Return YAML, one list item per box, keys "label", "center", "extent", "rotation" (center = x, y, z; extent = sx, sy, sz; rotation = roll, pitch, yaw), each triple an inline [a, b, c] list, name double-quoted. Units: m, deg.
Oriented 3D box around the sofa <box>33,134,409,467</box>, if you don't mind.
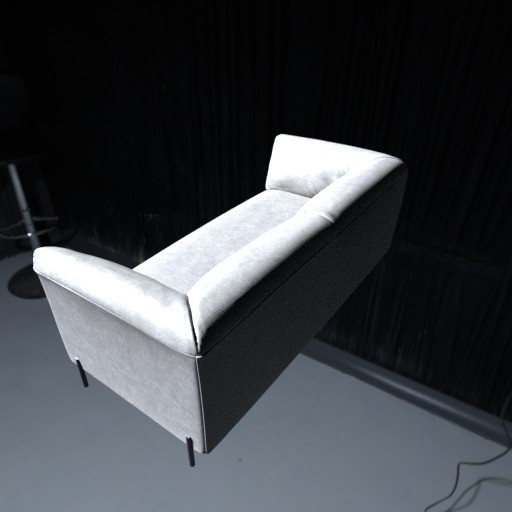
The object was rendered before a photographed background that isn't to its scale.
- label: "sofa"
  center: [0.000, 0.000, 2.340]
  extent: [0.905, 0.747, 1.878]
  rotation: [21, 39, 29]
